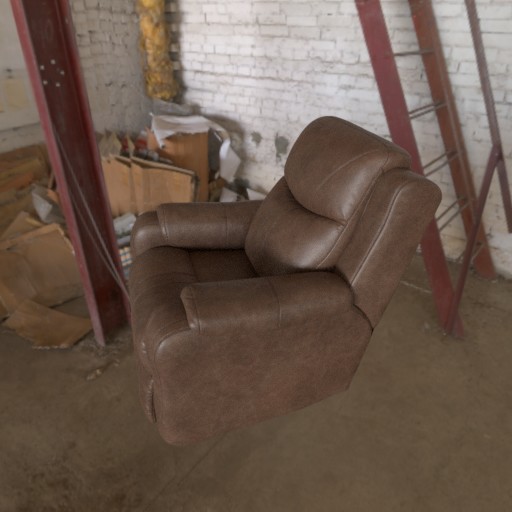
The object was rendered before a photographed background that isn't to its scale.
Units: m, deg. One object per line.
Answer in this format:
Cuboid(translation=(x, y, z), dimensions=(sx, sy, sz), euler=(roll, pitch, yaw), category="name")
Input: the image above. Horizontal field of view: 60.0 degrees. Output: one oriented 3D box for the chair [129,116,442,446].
Cuboid(translation=(0.000, 0.000, 1.810), dimensions=(1.067, 0.990, 0.940), euler=(-9, 31, -15), category="chair")
